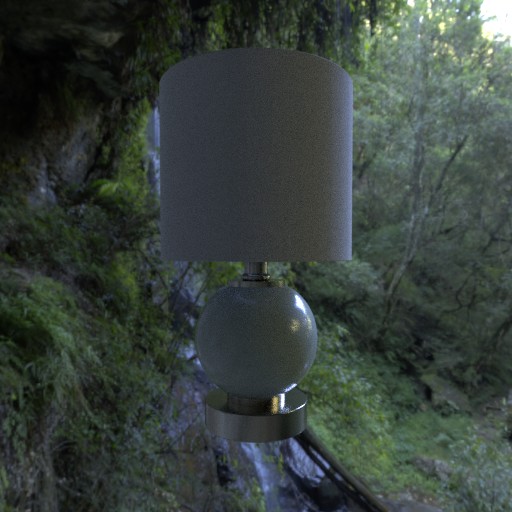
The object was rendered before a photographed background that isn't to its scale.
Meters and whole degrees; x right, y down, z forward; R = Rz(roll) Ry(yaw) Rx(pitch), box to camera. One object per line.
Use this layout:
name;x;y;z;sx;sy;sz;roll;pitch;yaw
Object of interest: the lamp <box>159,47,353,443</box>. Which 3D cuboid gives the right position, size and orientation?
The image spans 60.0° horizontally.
lamp;0.000;0.000;0.472;0.201;0.353;0.201;0;0;-17
